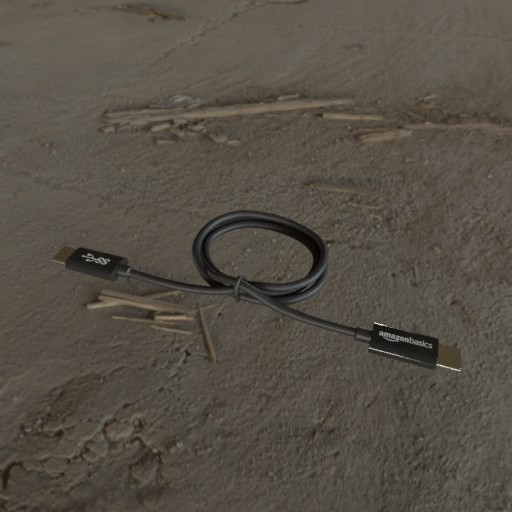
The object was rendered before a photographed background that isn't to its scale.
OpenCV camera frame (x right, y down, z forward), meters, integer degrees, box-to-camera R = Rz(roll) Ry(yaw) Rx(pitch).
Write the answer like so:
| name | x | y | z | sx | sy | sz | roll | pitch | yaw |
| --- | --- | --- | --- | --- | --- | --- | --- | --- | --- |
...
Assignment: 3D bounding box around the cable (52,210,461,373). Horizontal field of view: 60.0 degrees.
| name | x | y | z | sx | sy | sz | roll | pitch | yaw |
| --- | --- | --- | --- | --- | --- | --- | --- | --- | --- |
| cable | 0.000 | 0.000 | 0.211 | 0.186 | 0.014 | 0.070 | 13 | 43 | 14 |
